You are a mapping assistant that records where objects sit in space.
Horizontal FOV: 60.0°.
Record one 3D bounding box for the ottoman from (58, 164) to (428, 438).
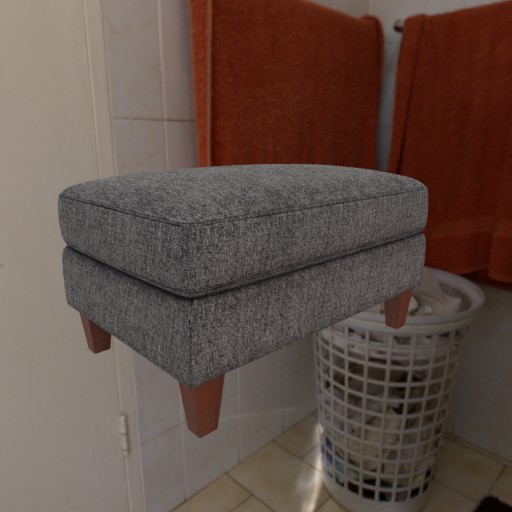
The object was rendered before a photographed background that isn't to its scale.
[{"bbox_3d":[0.000,0.000,1.218,0.864,0.483,0.584,-14,20,-41],"label":"ottoman"}]
